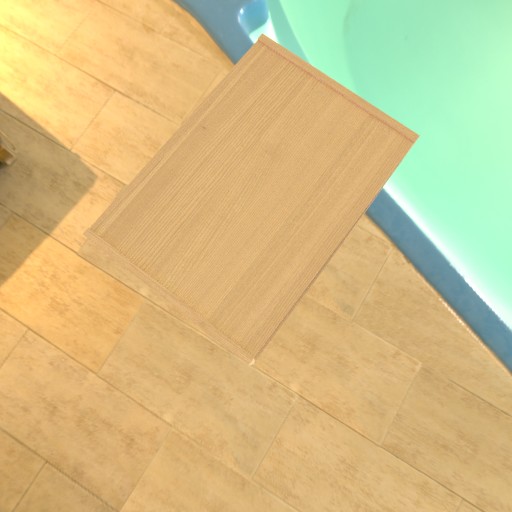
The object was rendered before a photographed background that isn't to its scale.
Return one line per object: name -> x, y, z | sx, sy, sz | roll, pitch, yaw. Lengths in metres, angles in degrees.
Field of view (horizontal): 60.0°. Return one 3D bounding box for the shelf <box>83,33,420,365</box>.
shelf -> 0.000, 0.000, 1.061 | 0.292, 0.876, 0.417 | 37, 79, 8
